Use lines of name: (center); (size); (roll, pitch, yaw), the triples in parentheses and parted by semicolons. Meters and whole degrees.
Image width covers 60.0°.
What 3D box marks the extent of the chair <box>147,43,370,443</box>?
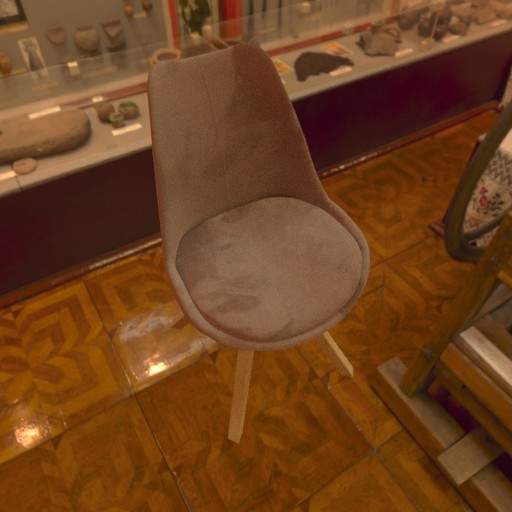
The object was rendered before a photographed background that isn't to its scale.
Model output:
chair: (0.000, 0.000, 1.144); (0.485, 0.850, 0.550); (-23, 53, -19)
